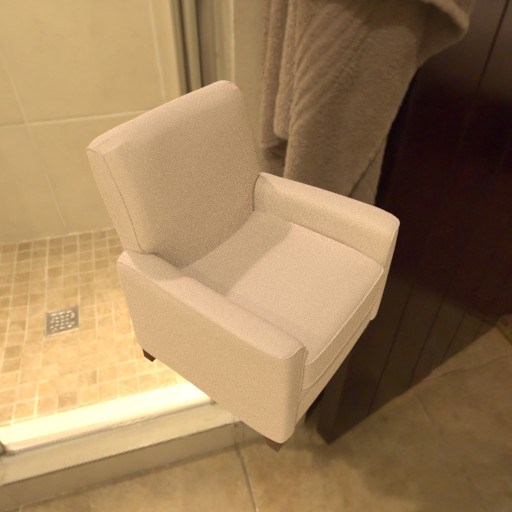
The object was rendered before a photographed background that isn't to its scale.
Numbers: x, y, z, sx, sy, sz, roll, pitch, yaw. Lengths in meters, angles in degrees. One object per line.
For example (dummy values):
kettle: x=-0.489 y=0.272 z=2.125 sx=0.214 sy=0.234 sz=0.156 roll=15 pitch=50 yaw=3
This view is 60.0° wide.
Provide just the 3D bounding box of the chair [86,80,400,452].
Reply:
chair: x=0.000 y=0.000 z=1.696 sx=0.858 sy=1.028 sz=0.841 roll=26 pitch=48 yaw=26
